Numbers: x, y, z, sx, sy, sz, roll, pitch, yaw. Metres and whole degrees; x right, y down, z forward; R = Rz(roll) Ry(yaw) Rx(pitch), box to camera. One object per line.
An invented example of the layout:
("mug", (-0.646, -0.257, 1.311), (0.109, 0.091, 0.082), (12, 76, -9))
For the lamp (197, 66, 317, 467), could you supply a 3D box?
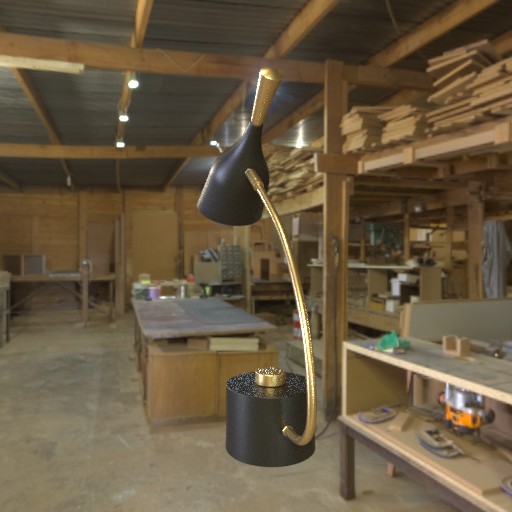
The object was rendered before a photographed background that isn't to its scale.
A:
("lamp", (0.000, 0.000, 0.593), (0.110, 0.464, 0.352), (0, 1, -19))
